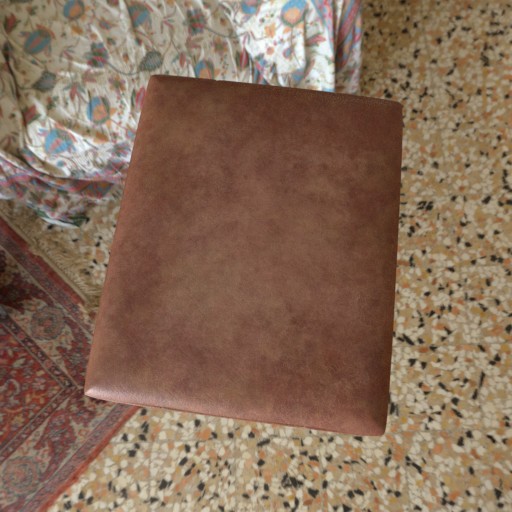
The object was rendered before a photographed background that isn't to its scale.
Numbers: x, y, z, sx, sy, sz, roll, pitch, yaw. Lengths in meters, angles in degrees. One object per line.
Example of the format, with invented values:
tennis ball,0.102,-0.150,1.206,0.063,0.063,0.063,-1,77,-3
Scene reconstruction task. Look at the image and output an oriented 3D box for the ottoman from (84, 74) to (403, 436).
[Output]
ottoman,0.000,0.000,1.768,0.965,0.667,1.186,7,76,2
